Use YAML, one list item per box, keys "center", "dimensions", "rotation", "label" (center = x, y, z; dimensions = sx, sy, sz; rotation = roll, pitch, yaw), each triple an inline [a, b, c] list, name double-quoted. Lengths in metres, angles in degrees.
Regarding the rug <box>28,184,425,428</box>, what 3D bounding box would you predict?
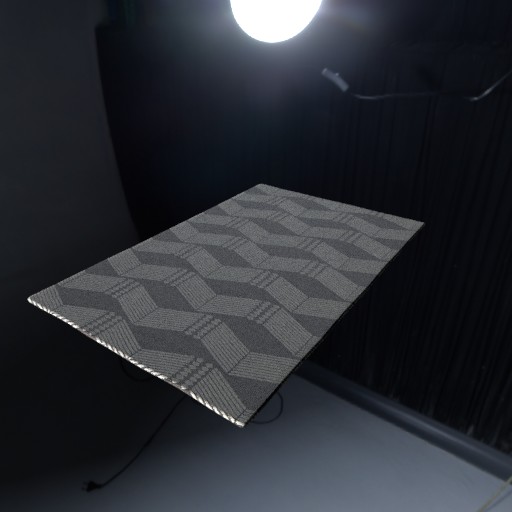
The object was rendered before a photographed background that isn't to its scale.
- center: [0.000, 0.000, 2.323]
  dimensions: [1.210, 0.016, 1.833]
  rotation: [19, 34, 30]
  label: "rug"
